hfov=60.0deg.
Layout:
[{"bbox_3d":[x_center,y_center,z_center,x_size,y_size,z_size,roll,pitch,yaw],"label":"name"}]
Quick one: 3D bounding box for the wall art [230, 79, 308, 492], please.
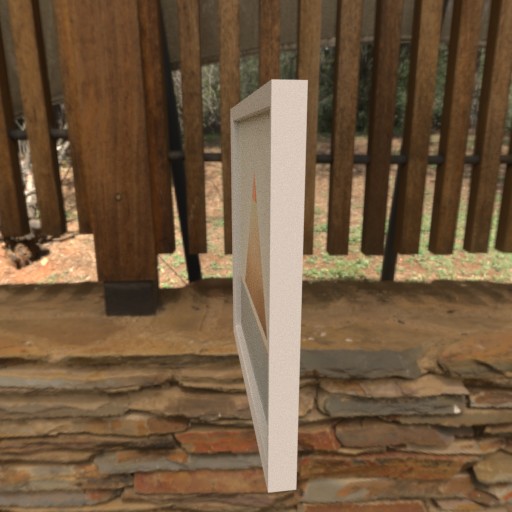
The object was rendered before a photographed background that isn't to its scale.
[{"bbox_3d":[0.000,0.000,1.936,0.098,1.291,1.289,-2,15,-8],"label":"wall art"}]
